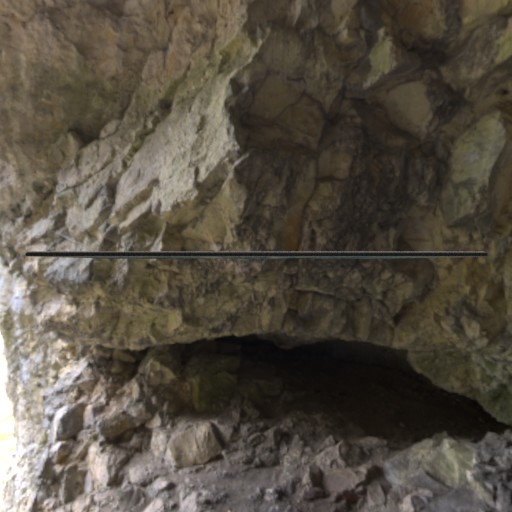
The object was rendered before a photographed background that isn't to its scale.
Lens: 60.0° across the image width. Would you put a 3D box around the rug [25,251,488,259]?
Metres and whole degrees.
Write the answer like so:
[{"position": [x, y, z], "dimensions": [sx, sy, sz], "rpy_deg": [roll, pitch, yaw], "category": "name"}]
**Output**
[{"position": [0.000, 0.000, 3.070], "dimensions": [2.450, 0.027, 1.540], "rpy_deg": [0, -1, -1], "category": "rug"}]
